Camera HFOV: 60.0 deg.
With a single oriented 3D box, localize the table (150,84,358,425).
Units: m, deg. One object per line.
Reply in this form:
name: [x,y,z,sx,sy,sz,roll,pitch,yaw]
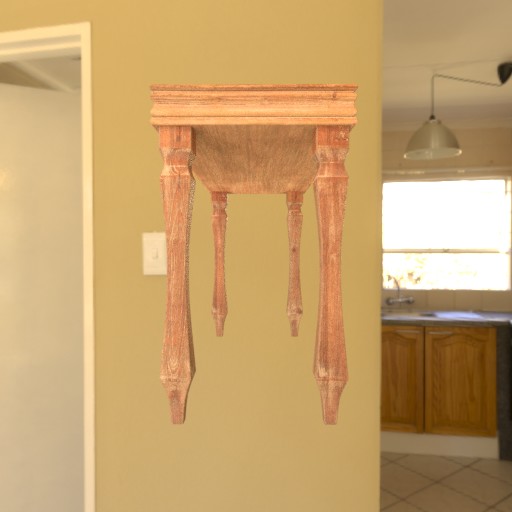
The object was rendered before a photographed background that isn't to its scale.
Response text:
table: [0.000,0.000,1.776,0.522,0.873,1.330,0,0,1]
